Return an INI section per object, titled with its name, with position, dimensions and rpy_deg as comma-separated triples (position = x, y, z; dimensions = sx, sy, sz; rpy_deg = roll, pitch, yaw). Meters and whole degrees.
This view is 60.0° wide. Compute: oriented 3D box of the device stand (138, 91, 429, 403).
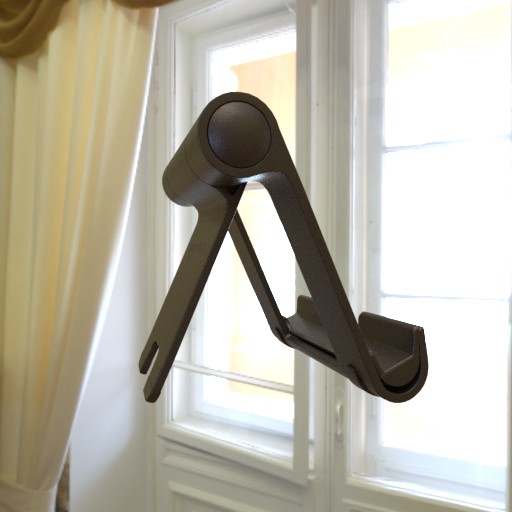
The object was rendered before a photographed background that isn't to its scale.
[device stand]
position = 0.000, 0.000, 0.156
dimensions = 0.079, 0.084, 0.088
rpy_deg = 0, 1, -18
